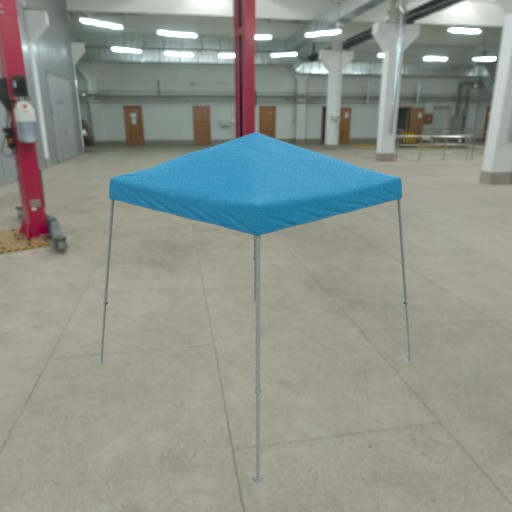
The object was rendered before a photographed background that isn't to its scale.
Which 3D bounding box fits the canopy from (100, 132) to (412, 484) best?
[{"bbox_3d":[0.000,0.000,6.692,3.600,3.600,3.599,16,24,42],"label":"canopy"}]
